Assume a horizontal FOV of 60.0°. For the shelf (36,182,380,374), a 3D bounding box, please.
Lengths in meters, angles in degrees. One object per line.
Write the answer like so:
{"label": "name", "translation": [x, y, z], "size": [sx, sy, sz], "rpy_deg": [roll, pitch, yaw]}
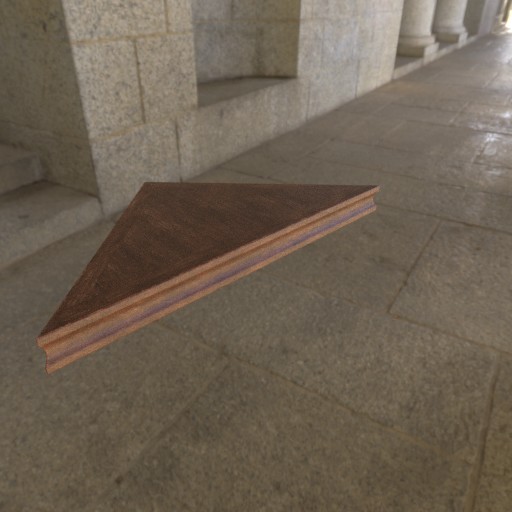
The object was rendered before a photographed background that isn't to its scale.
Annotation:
{"label": "shelf", "translation": [0.000, 0.000, 0.440], "size": [0.296, 0.035, 0.296], "rpy_deg": [1, 31, 2]}
